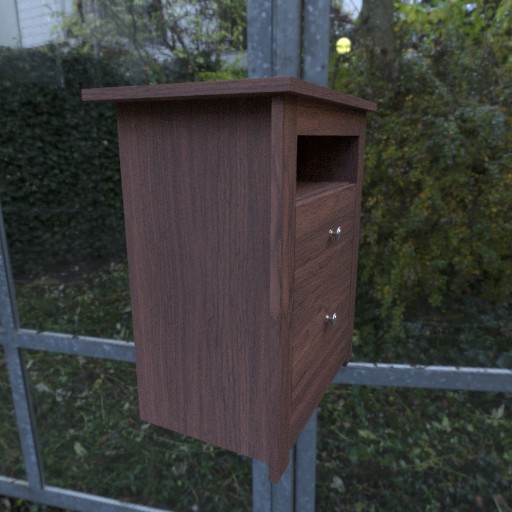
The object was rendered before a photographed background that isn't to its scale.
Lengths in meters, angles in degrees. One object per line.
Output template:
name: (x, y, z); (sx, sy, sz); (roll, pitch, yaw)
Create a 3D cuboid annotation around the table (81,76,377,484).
table: (0.000, 0.000, 1.053); (0.406, 0.711, 0.589); (7, 17, 25)
